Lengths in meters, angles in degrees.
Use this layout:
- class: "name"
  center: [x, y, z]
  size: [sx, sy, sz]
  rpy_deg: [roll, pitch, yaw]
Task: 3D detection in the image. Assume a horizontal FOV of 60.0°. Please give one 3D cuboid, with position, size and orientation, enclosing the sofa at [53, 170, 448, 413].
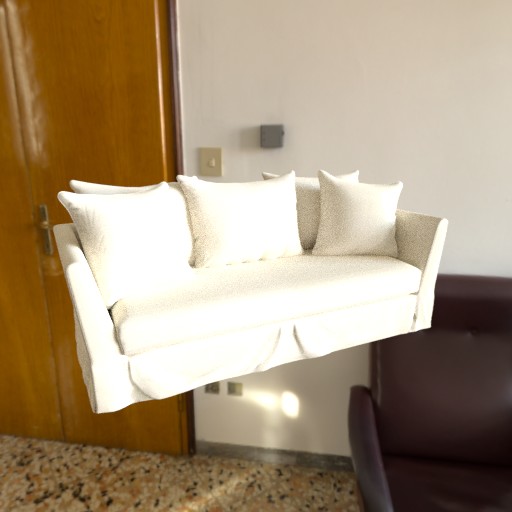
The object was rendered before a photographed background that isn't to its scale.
- class: "sofa"
  center: [0.000, 0.000, 2.834]
  size: [2.290, 1.034, 1.031]
  rpy_deg: [-8, 18, -25]
